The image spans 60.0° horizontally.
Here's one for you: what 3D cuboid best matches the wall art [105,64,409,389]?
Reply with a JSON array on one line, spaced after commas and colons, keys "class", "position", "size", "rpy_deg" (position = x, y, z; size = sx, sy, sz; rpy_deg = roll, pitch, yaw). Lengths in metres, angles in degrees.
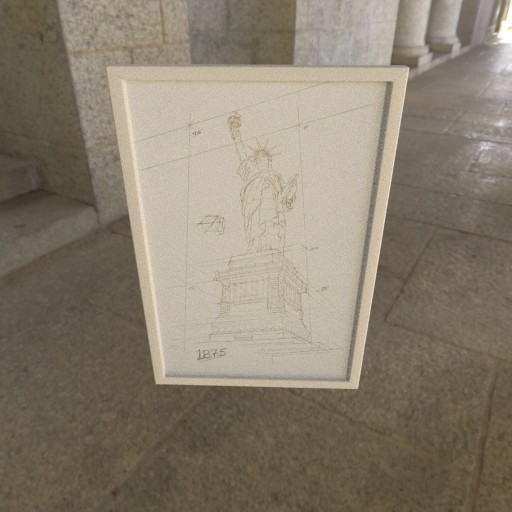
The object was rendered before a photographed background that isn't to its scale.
[{"class": "wall art", "position": [0.000, 0.000, 1.022], "size": [0.556, 0.813, 0.026], "rpy_deg": [1, 30, 2]}]
